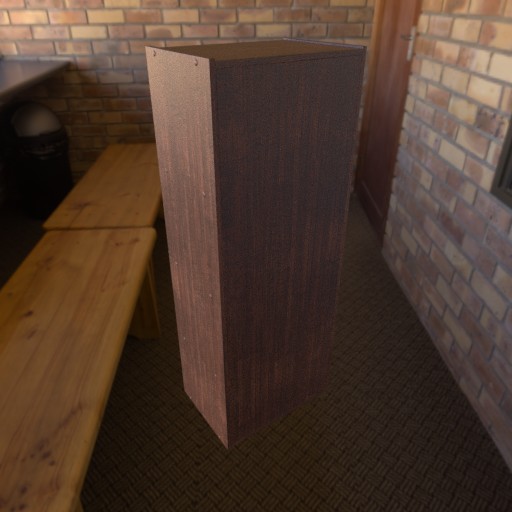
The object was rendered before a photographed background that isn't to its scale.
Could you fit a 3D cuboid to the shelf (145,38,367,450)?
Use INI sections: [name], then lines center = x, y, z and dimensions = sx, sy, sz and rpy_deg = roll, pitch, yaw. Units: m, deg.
[shelf]
center = 0.000, 0.000, 1.280
dimensions = 0.415, 1.099, 0.290
rpy_deg = -19, 36, -30
